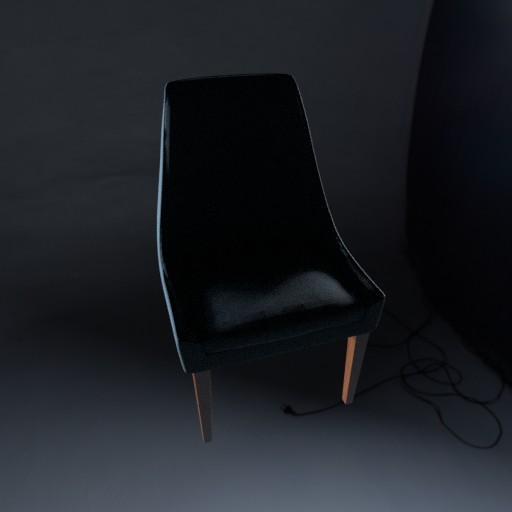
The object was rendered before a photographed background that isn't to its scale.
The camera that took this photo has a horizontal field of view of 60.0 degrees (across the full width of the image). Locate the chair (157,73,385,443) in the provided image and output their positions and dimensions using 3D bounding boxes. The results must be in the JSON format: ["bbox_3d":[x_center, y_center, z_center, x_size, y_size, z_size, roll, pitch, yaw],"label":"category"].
[{"bbox_3d":[0.000,0.000,1.239,0.529,0.861,0.544,-10,35,-15],"label":"chair"}]
